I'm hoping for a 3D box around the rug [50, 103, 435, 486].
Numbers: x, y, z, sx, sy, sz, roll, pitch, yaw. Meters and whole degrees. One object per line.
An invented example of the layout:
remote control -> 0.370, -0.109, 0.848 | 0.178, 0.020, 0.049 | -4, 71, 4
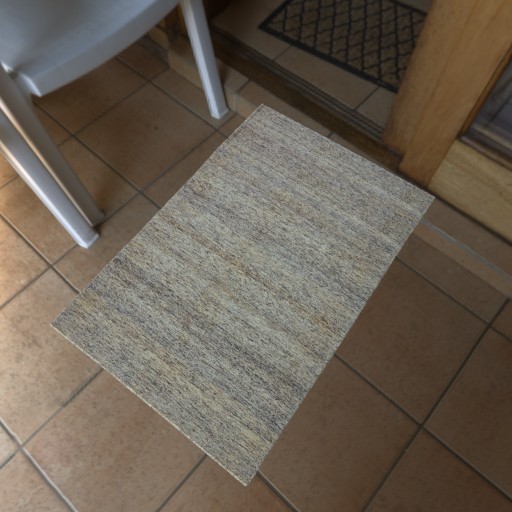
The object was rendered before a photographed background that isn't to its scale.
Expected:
rug -> 0.000, 0.000, 2.402 | 1.243, 0.014, 1.846 | 33, 69, 15
